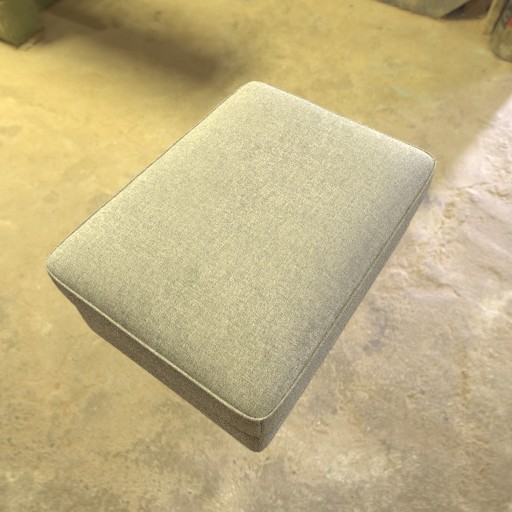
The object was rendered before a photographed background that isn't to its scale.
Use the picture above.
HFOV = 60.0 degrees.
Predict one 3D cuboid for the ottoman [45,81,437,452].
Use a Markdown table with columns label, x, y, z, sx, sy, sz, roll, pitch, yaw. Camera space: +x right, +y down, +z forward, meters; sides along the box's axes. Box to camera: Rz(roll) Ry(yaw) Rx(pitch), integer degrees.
| label | x | y | z | sx | sy | sz | roll | pitch | yaw |
| --- | --- | --- | --- | --- | --- | --- | --- | --- | --- |
| ottoman | 0.000 | 0.000 | 1.305 | 0.661 | 0.561 | 0.889 | 30 | 62 | 18 |
